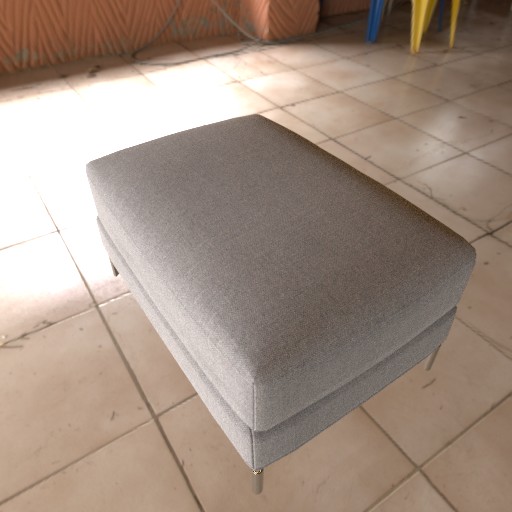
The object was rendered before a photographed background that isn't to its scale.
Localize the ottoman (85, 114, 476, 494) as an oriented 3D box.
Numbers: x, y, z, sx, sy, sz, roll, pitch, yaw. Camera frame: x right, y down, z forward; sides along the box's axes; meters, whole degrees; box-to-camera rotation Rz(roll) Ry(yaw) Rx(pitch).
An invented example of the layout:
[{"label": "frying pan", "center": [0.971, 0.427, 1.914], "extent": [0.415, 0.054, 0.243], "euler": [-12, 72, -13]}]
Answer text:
[{"label": "ottoman", "center": [0.000, 0.000, 1.130], "extent": [0.584, 0.457, 0.838], "euler": [-24, 47, -25]}]
